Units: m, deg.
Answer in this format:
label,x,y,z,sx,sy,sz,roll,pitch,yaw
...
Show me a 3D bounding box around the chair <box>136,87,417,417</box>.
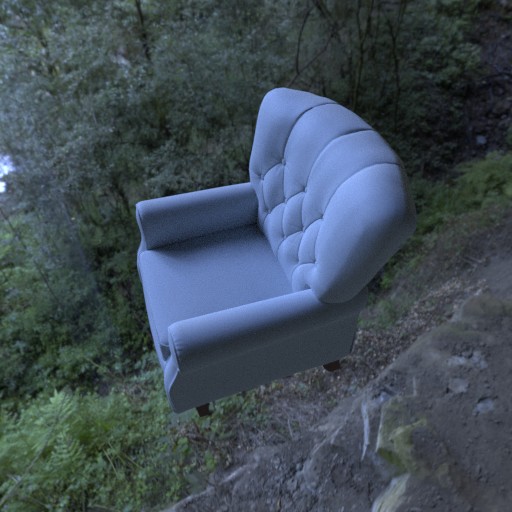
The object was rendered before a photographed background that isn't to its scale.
label,x,y,z,sx,sy,sz,roll,pitch,yaw
chair,0.000,0.000,2.131,1.128,1.217,1.090,-14,48,-14
